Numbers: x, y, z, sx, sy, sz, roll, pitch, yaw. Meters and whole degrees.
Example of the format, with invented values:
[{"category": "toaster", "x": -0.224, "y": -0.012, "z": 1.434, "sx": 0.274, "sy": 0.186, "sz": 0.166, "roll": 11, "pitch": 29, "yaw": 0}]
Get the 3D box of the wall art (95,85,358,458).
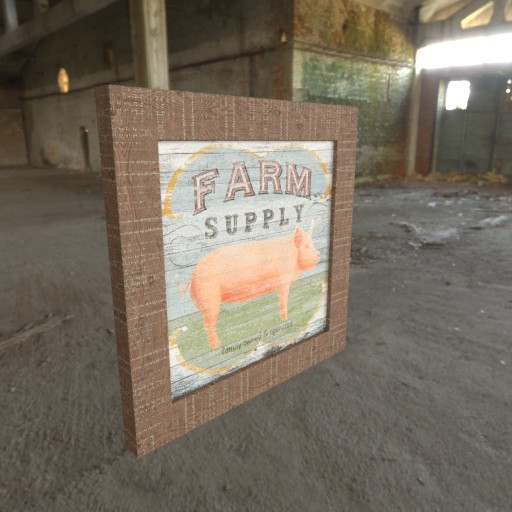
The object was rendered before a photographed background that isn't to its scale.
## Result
[{"category": "wall art", "x": 0.000, "y": 0.000, "z": 0.794, "sx": 0.531, "sy": 0.531, "sz": 0.040, "roll": -13, "pitch": 20, "yaw": -42}]
